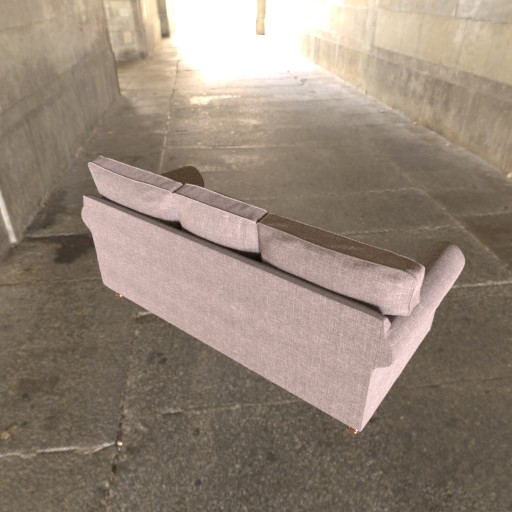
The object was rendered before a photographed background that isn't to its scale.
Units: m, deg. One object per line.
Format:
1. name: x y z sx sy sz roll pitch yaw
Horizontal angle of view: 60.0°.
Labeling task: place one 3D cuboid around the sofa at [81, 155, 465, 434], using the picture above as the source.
1. sofa: 0.000 0.000 2.601 2.084 0.961 0.916 22 37 32
